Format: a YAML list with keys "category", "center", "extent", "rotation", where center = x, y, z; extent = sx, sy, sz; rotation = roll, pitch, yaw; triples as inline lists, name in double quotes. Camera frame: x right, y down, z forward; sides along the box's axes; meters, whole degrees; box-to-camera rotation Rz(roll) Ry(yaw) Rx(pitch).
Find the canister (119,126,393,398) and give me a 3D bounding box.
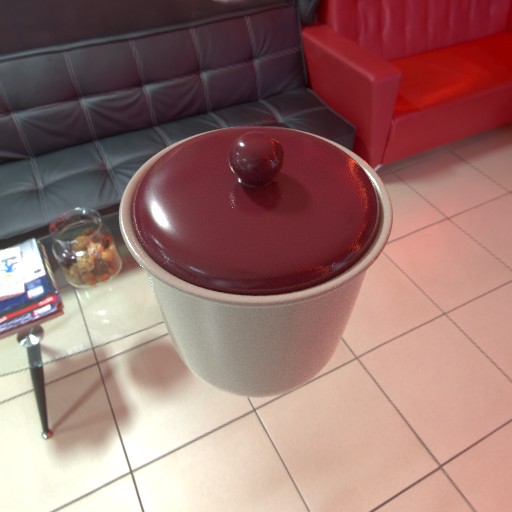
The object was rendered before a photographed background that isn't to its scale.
- category: "canister"
  center: [0.000, 0.000, 0.343]
  extent: [0.182, 0.208, 0.182]
  rotation: [0, 47, 0]
